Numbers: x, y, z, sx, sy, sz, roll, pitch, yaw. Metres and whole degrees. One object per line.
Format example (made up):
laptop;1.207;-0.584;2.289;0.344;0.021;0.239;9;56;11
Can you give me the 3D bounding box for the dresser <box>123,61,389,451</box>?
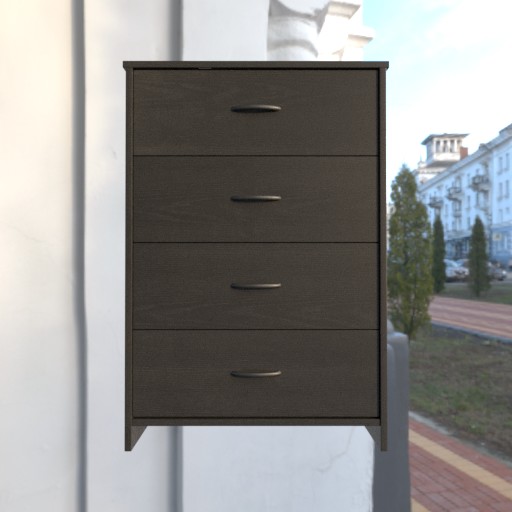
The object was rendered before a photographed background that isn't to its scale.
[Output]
dresser;0.000;0.000;1.341;0.700;1.020;0.398;0;-1;0
